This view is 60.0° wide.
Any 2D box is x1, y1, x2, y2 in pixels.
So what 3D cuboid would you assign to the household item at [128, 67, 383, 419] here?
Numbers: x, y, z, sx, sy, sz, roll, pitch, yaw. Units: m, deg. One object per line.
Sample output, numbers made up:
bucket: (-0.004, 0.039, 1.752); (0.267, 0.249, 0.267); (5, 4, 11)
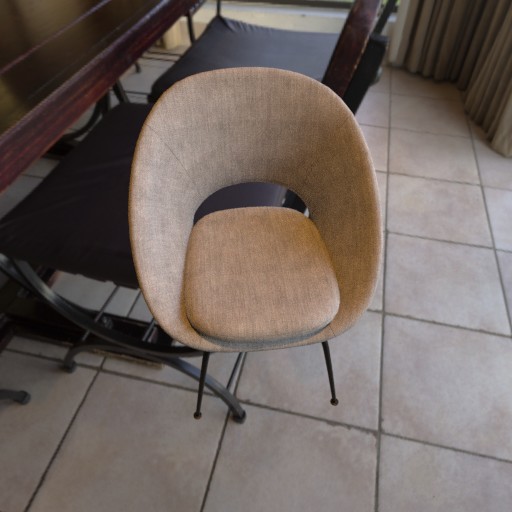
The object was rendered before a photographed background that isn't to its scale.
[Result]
household item: (0.000, 0.000, 1.287); (0.643, 0.869, 0.587); (-4, 46, -4)
